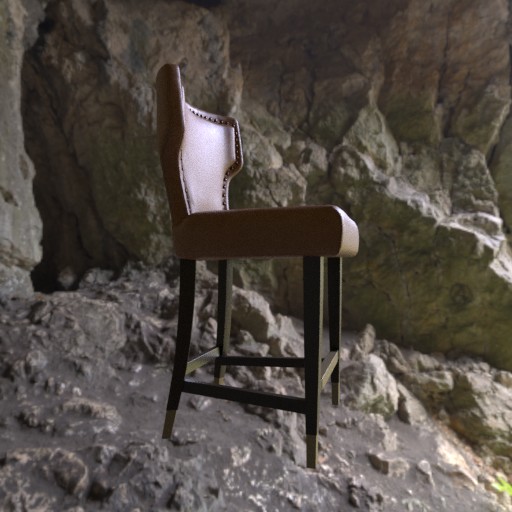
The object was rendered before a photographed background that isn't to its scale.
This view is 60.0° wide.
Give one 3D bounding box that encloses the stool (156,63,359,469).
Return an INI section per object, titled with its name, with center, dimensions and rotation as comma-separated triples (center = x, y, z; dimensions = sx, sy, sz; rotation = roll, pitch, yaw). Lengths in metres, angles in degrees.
[stool]
center = 0.000, 0.000, 1.310
dimensions = 0.563, 0.982, 0.526
rotation = 0, 0, 17
